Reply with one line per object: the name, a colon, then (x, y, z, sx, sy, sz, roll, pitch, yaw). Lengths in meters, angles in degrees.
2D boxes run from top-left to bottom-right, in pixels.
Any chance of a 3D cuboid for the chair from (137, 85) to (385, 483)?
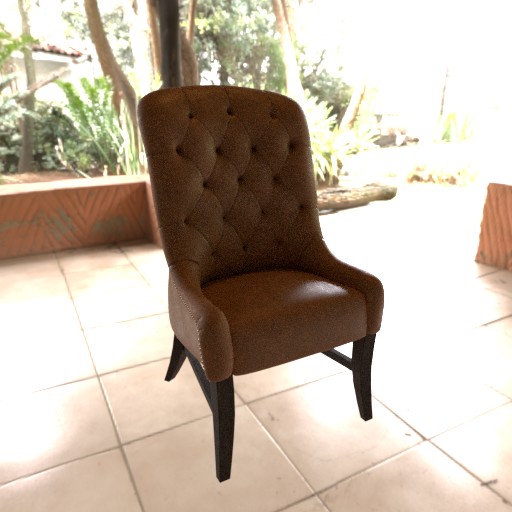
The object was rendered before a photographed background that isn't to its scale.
chair: (0.000, 0.000, 1.481, 0.634, 1.091, 0.629, -10, 21, -27)
